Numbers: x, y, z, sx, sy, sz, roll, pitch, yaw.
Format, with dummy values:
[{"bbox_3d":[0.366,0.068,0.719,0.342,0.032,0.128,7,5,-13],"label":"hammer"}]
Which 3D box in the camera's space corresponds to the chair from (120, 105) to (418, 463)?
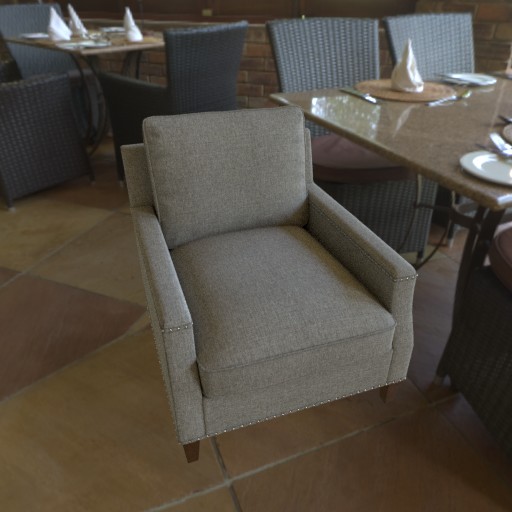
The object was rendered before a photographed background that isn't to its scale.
[{"bbox_3d":[0.000,0.000,1.721,0.853,0.943,1.014,-10,33,-16],"label":"chair"}]
